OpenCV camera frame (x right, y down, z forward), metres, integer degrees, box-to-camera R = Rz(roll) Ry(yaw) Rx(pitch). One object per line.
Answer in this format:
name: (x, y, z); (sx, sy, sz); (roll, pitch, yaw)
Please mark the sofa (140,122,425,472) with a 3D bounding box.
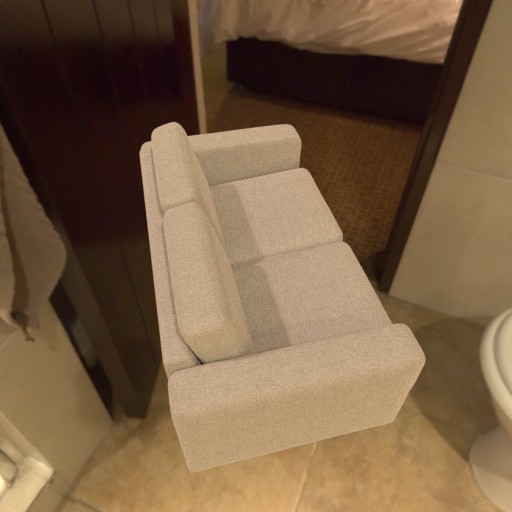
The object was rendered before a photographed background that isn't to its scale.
sofa: (0.000, 0.000, 2.036); (0.900, 0.800, 1.540); (-10, 47, -9)
